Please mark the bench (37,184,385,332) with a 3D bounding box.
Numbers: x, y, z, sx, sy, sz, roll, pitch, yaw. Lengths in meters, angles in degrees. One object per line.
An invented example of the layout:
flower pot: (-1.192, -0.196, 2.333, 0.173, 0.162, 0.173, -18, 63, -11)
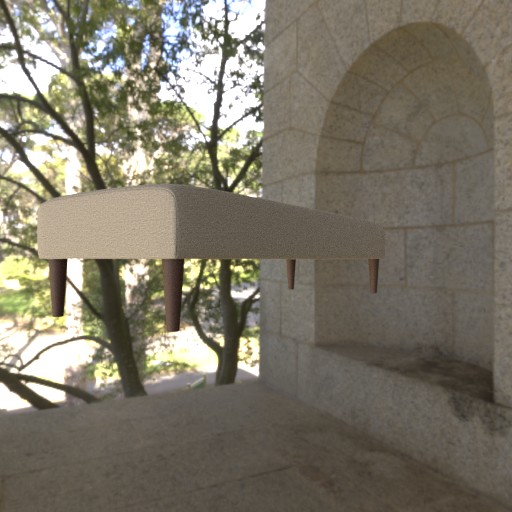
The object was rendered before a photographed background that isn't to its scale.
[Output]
bench: (0.000, 0.000, 1.903, 0.646, 0.393, 1.609, 0, 0, 34)
